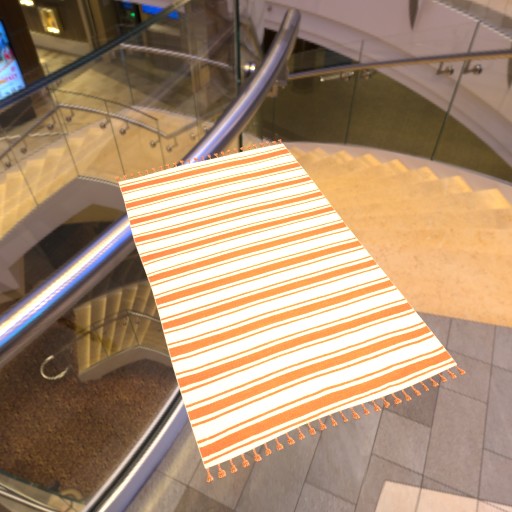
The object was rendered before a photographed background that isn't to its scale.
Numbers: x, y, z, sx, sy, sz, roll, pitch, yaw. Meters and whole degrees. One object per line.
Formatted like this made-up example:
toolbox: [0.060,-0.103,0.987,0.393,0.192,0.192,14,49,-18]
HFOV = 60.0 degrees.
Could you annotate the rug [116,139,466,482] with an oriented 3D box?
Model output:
rug: [0.000,0.000,2.513,1.232,0.017,2.092,-16,49,-15]
